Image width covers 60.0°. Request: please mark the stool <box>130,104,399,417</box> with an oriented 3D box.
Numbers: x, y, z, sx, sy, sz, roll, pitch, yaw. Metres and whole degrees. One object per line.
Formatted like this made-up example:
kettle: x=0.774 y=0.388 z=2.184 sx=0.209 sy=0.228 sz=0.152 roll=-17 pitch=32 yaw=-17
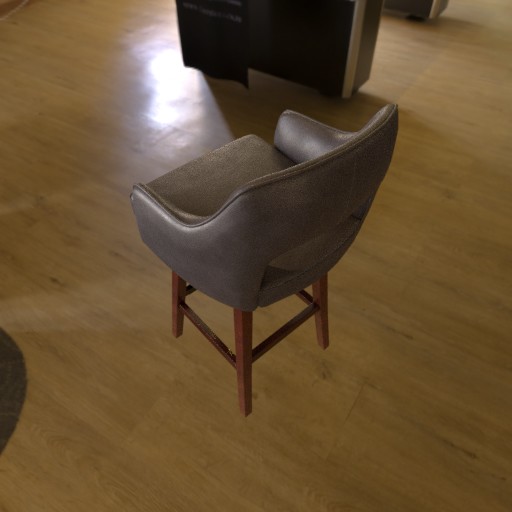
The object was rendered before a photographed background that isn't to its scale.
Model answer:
stool: x=0.000 y=0.000 z=1.315 sx=0.550 sy=1.041 sz=0.560 roll=-33 pitch=56 yaw=-26
